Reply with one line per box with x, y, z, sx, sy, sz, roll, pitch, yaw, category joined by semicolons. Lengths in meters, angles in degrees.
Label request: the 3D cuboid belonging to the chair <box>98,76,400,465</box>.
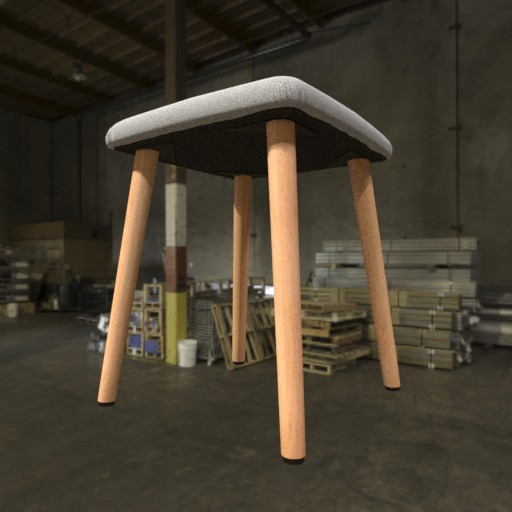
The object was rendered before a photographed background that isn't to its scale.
0.000;0.000;0.695;0.350;0.440;0.350;0;-1;35;chair
